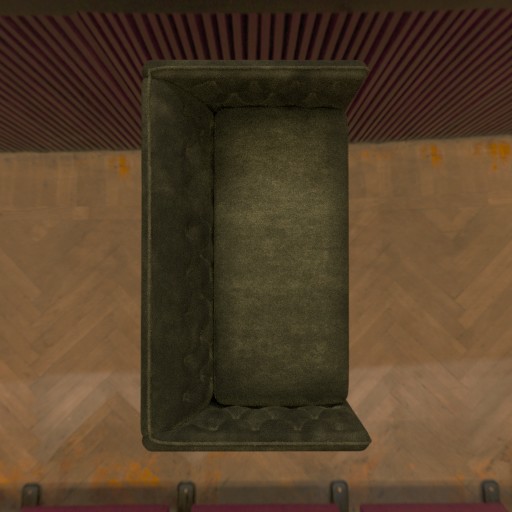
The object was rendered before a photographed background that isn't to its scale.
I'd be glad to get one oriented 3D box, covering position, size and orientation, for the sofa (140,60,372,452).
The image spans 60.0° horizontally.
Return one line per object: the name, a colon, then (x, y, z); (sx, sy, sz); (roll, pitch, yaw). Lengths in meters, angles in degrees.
sofa: (0.000, 0.000, 2.068); (0.895, 0.768, 1.537); (0, 89, 0)
